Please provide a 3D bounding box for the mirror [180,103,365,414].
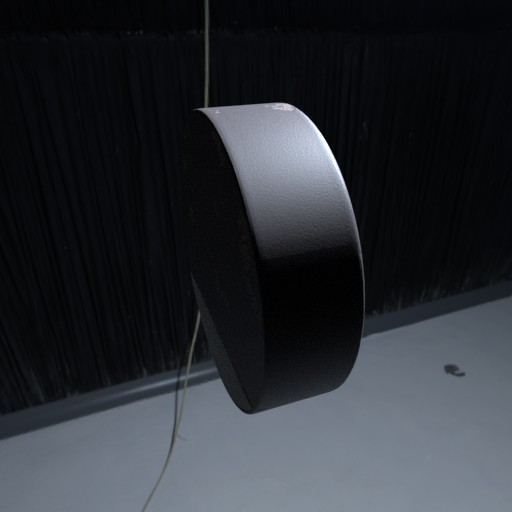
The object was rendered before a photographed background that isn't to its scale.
[{"bbox_3d":[0.000,0.000,0.598,0.126,0.386,0.386,-10,31,-17],"label":"mirror"}]
